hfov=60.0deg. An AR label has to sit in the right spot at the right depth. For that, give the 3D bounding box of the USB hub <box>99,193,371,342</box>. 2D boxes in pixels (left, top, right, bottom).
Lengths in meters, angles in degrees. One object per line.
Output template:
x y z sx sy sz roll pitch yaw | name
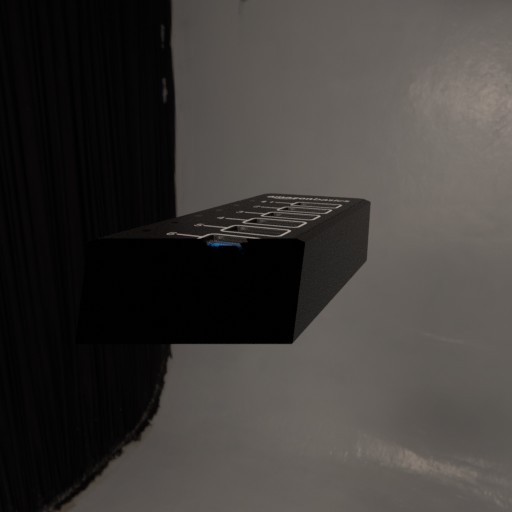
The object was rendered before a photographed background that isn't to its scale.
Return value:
0.000 0.000 0.130 0.044 0.023 0.110 7 17 25 | USB hub
